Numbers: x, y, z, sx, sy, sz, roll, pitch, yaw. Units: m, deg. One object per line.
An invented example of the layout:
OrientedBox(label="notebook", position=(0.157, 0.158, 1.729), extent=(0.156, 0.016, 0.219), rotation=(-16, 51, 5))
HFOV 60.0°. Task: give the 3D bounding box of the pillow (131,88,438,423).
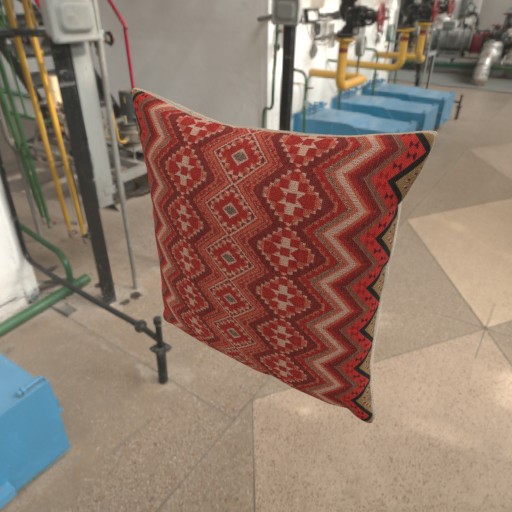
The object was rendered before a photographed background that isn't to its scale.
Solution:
OrientedBox(label="pillow", position=(0.000, 0.000, 0.768), extent=(0.513, 0.511, 0.158), rotation=(20, 36, 29))
